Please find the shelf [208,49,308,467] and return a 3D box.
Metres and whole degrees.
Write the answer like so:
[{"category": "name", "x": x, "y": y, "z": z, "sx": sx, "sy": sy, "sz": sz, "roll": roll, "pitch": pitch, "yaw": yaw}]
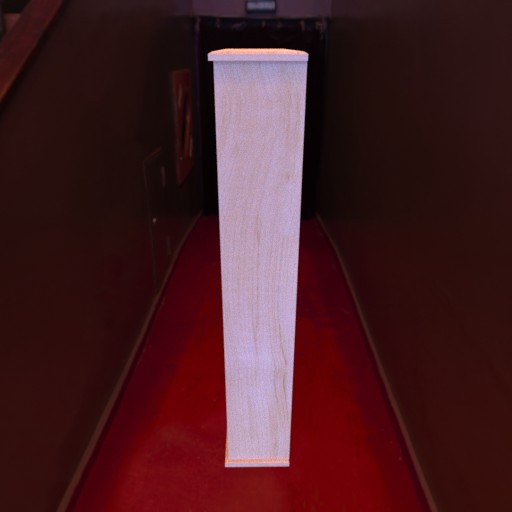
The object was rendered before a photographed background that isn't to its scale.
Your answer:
[{"category": "shelf", "x": 0.000, "y": 0.000, "z": 1.222, "sx": 0.175, "sy": 1.030, "sz": 0.520, "roll": 0, "pitch": 26, "yaw": -1}]
